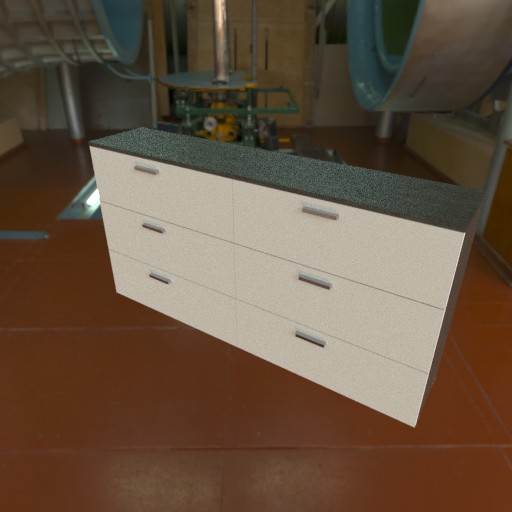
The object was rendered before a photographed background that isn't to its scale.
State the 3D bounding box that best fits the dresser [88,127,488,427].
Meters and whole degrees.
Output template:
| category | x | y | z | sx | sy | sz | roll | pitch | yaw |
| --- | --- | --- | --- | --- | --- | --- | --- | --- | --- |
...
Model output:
| category | x | y | z | sx | sy | sz | roll | pitch | yaw |
| --- | --- | --- | --- | --- | --- | --- | --- | --- | --- |
| dresser | 0.000 | 0.000 | 1.841 | 1.535 | 0.790 | 0.333 | 18 | 34 | 29 |
